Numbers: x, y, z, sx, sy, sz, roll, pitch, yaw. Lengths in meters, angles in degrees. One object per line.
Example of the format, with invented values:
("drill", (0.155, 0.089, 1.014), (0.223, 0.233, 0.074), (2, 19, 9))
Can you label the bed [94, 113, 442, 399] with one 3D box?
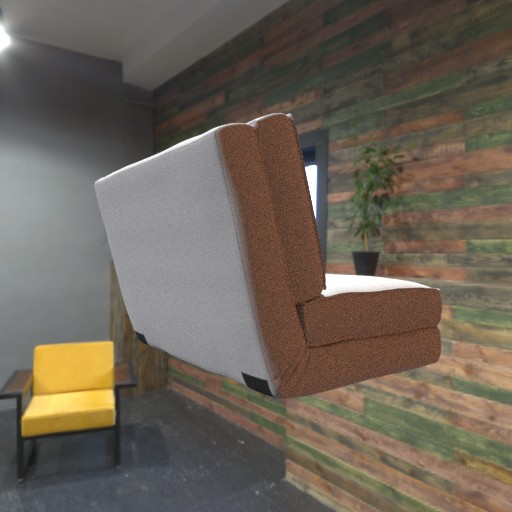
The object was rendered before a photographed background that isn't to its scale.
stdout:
("bed", (0.000, 0.000, 1.341), (0.749, 0.614, 0.799), (0, 0, -36))
